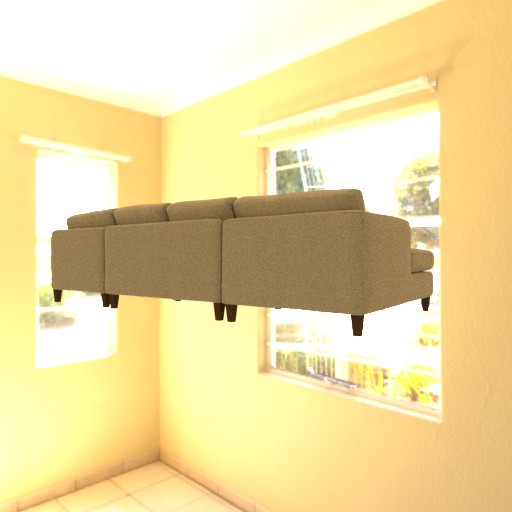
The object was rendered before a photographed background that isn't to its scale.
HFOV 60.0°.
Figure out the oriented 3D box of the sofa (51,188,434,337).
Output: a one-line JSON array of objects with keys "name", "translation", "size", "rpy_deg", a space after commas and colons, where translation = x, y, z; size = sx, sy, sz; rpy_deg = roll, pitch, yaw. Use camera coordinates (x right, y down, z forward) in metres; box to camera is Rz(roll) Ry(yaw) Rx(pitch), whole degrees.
[{"name": "sofa", "translation": [0.000, 0.000, 4.624], "size": [3.460, 0.959, 2.593], "rpy_deg": [0, 0, 36]}]
